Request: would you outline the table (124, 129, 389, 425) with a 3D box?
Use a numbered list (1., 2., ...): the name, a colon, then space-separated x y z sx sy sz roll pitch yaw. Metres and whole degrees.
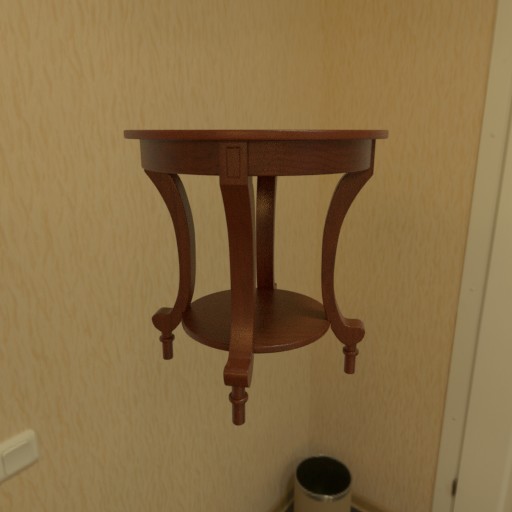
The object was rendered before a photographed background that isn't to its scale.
1. table: 0.000 0.000 1.120 0.597 0.612 0.597 0 16 0
